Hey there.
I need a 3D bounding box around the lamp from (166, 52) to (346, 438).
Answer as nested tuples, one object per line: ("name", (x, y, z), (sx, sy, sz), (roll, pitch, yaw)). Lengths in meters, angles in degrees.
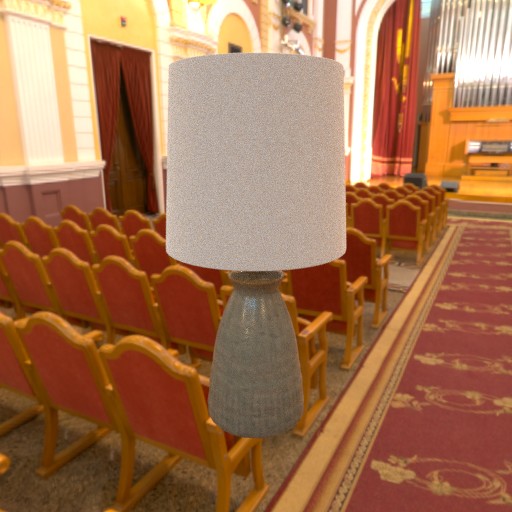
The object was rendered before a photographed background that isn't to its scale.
("lamp", (0.000, 0.000, 0.470), (0.186, 0.369, 0.186), (0, 15, 0))
